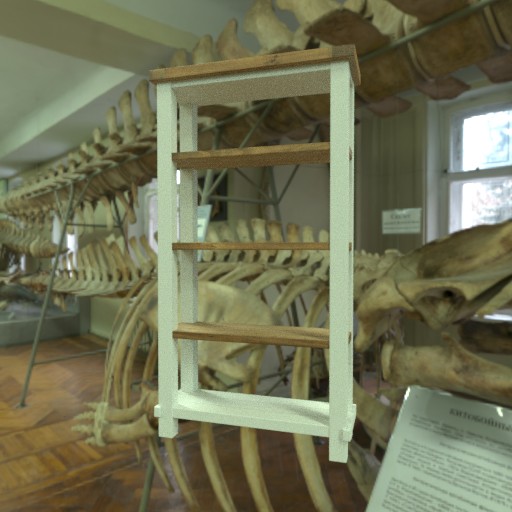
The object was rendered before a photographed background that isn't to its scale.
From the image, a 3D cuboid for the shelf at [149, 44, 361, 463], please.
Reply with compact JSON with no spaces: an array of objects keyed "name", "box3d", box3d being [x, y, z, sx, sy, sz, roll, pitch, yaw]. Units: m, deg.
[{"name":"shelf","box3d":[0.000,0.000,2.295,1.022,1.878,0.381,0,1,17]}]
